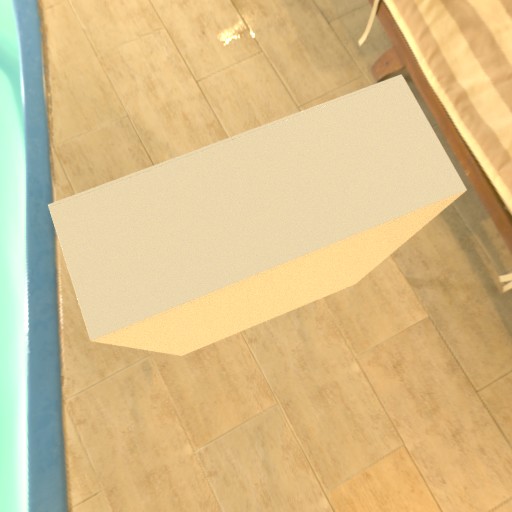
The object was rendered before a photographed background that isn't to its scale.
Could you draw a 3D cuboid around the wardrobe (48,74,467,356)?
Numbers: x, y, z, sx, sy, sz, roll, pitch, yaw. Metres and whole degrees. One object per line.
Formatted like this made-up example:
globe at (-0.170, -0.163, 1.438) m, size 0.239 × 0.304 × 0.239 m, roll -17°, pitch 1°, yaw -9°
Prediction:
wardrobe at (0.000, 0.000, 1.598) m, size 0.900 × 1.200 × 0.360 m, roll -22°, pitch 77°, yaw -5°
